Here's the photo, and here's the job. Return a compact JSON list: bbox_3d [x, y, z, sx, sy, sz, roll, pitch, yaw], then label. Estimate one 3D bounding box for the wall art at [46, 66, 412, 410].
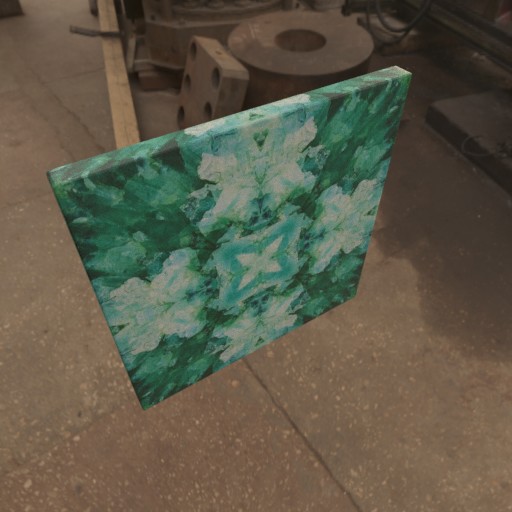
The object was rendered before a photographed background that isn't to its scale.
[{"bbox_3d":[0.000,0.000,0.733,0.507,0.508,0.038,-24,50,-22],"label":"wall art"}]
